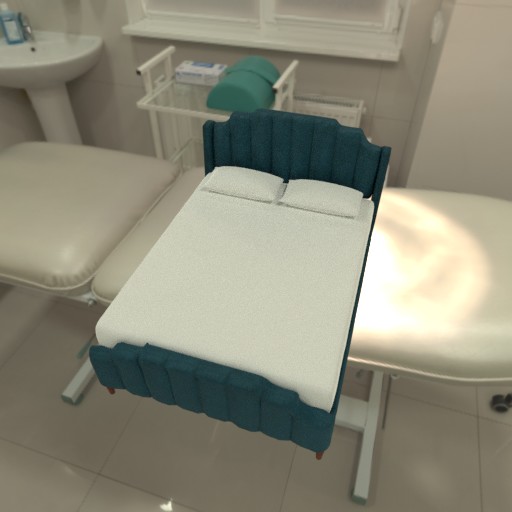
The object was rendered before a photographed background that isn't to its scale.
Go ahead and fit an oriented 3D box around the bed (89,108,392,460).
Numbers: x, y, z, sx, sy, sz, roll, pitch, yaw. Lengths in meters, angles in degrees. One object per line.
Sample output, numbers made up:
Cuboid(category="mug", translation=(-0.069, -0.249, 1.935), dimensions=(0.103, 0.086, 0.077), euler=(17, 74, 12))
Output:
Cuboid(category="bed", translation=(0.000, 0.000, 3.446), dimensions=(1.676, 1.351, 2.322), euler=(12, 44, 13))
